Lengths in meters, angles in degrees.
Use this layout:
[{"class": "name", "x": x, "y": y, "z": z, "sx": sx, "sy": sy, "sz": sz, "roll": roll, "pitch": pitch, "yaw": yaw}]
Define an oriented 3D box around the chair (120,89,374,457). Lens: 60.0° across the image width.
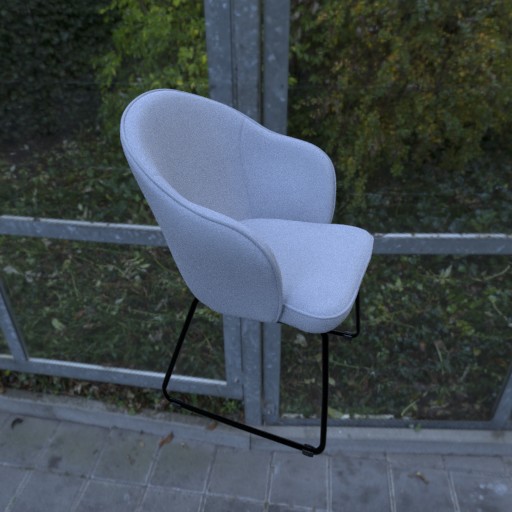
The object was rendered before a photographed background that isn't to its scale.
[{"class": "chair", "x": 0.000, "y": 0.000, "z": 1.213, "sx": 0.592, "sy": 0.817, "sz": 0.570, "roll": 11, "pitch": 33, "yaw": 18}]
